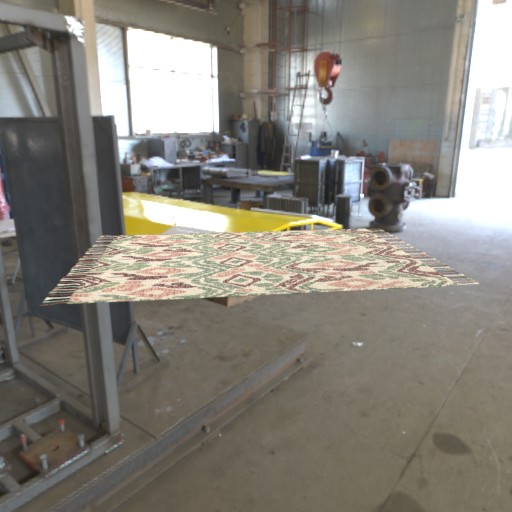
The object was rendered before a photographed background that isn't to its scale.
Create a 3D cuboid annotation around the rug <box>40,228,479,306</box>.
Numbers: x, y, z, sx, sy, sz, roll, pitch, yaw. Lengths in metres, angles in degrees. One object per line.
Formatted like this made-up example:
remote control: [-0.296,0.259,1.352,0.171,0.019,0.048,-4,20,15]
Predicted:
rug: [0.000,0.000,3.121,2.438,0.011,1.524,-2,16,-7]
